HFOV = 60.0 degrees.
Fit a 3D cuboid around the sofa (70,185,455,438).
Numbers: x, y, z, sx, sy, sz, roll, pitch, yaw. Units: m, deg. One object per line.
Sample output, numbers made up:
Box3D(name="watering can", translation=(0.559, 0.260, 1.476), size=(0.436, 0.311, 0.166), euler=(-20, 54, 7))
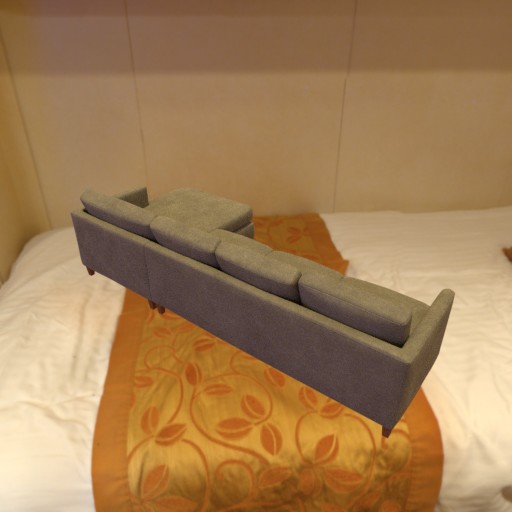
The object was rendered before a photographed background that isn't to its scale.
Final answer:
Box3D(name="sofa", translation=(0.000, 0.000, 4.136), size=(3.471, 0.950, 1.604), euler=(21, 37, 31))
